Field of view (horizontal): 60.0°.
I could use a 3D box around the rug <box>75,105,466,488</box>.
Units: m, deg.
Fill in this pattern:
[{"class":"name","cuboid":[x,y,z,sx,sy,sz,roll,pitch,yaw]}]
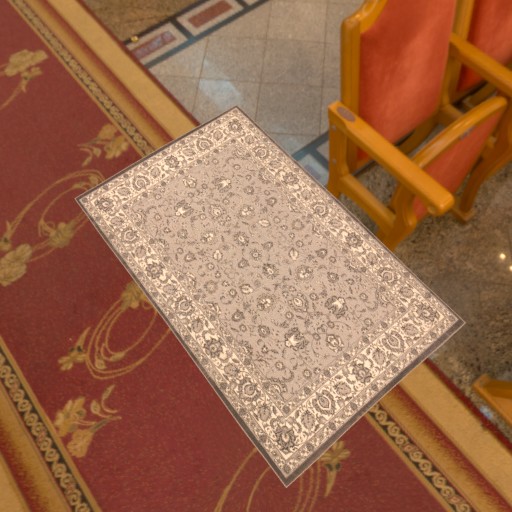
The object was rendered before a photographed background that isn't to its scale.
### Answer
[{"class":"rug","cuboid":[0.000,0.000,3.073,1.524,0.011,2.438,-35,68,-16]}]
